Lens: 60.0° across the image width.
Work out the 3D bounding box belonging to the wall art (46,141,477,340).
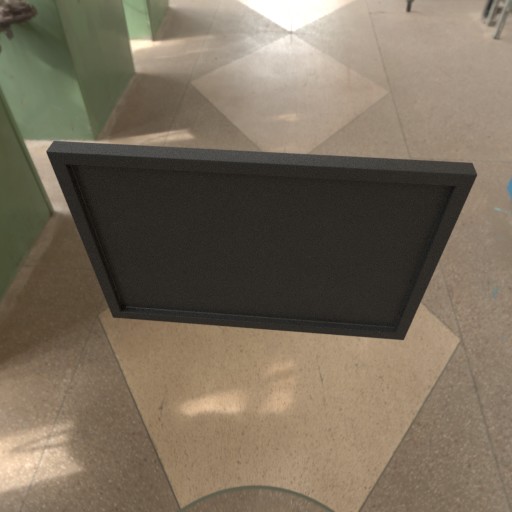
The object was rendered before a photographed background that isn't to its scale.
[{"bbox_3d":[0.000,0.000,0.571,0.443,0.301,0.021,4,47,4],"label":"wall art"}]
